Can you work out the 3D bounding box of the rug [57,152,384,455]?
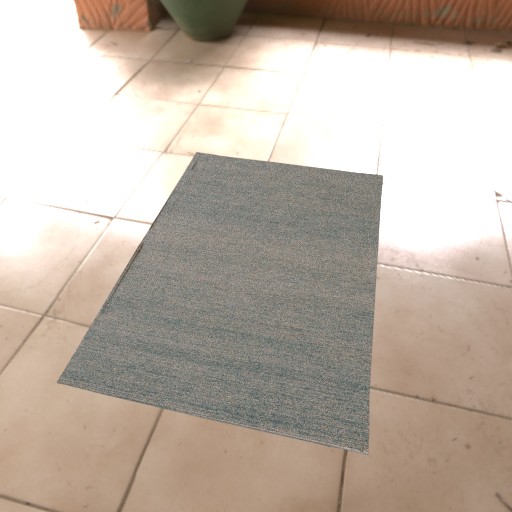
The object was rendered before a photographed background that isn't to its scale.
[{"bbox_3d":[0.000,0.000,2.974,1.613,0.030,2.306,10,46,9],"label":"rug"}]
